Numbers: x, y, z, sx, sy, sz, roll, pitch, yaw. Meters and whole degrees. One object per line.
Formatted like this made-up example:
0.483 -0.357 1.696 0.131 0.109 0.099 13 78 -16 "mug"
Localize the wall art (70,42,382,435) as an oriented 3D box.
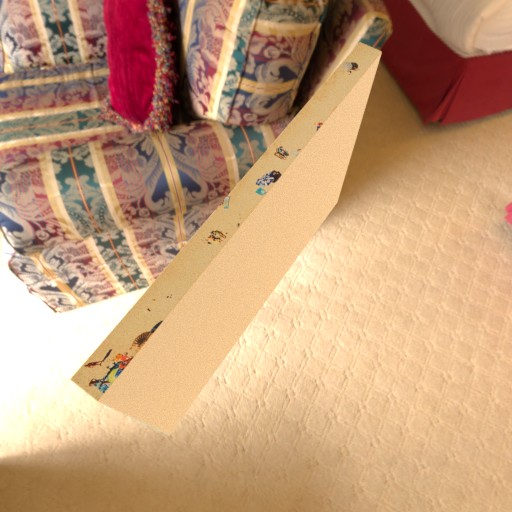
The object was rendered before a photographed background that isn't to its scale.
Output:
0.000 0.000 0.736 0.039 0.406 0.609 32 68 15 "wall art"
